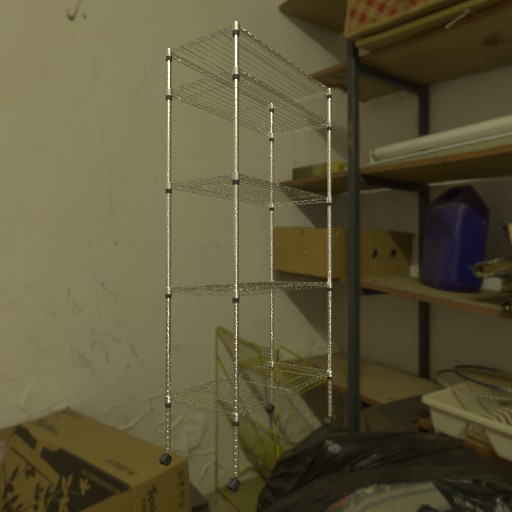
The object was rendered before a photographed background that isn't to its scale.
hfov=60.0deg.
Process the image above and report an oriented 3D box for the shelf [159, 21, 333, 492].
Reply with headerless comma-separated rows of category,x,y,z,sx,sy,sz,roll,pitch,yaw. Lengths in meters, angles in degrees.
shelf,0.000,0.000,1.887,0.356,1.587,0.762,-1,-1,35
